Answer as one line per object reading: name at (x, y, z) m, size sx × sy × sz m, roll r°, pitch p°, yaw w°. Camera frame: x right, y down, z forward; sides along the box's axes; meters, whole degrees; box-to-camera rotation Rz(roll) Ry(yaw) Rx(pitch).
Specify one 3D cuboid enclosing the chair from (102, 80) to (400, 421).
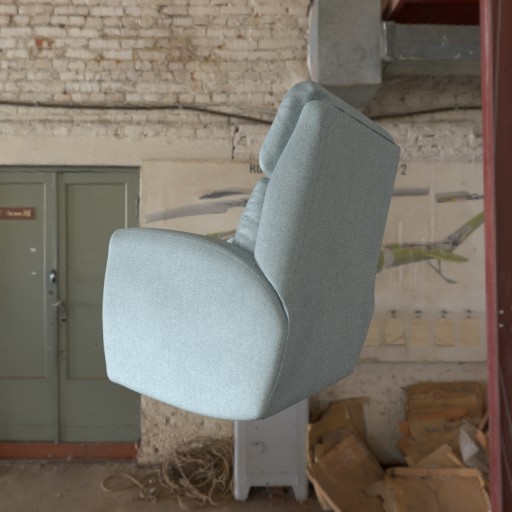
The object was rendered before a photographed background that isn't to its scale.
chair at (0.000, 0.000, 1.691) m, size 0.940 × 1.016 × 0.794 m, roll 0°, pitch 0°, yaw 36°
